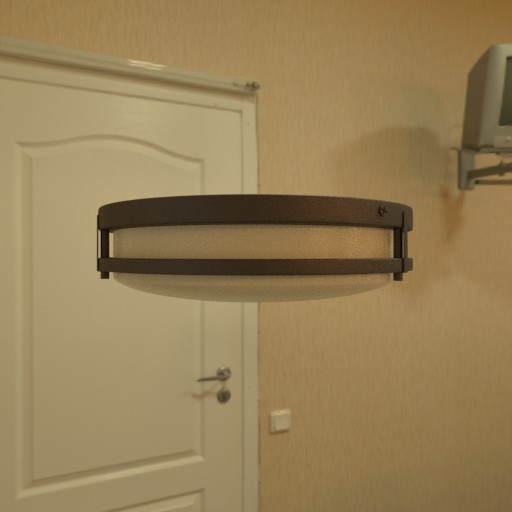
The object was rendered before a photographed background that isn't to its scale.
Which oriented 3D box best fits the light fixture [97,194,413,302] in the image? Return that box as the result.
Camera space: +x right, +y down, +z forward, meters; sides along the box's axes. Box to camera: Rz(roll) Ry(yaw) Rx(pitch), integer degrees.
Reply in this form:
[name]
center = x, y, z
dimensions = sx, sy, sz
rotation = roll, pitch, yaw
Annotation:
[light fixture]
center = 0.000, 0.000, 0.529
dimensions = 0.356, 0.102, 0.356
rotation = 0, 0, 0
